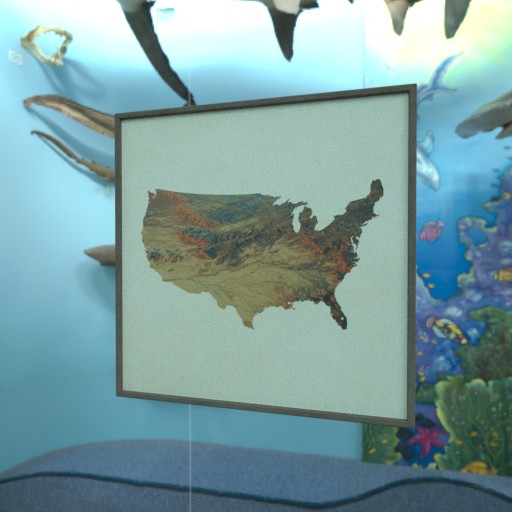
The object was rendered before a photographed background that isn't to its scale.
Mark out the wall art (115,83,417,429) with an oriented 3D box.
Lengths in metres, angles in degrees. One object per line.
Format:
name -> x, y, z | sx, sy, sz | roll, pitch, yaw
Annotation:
wall art -> 0.000, 0.000, 0.448 | 0.303, 0.302, 0.038 | 0, 1, 17
